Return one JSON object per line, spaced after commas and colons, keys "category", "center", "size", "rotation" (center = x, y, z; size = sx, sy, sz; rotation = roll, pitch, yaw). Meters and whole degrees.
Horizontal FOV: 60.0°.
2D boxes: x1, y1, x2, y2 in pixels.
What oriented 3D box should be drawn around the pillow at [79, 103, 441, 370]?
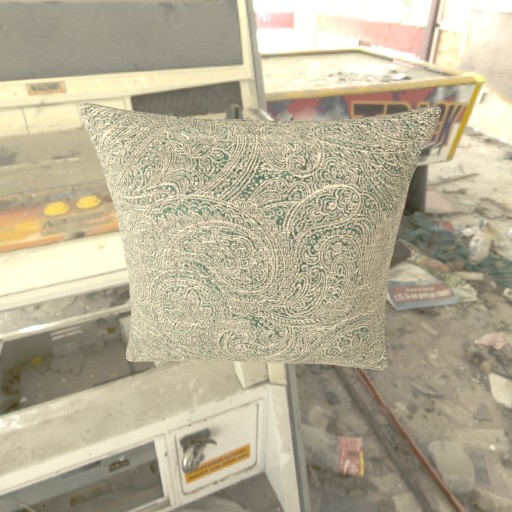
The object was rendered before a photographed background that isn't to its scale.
{"category": "pillow", "center": [0.000, 0.000, 0.767], "size": [0.526, 0.507, 0.166], "rotation": [1, 31, 2]}
